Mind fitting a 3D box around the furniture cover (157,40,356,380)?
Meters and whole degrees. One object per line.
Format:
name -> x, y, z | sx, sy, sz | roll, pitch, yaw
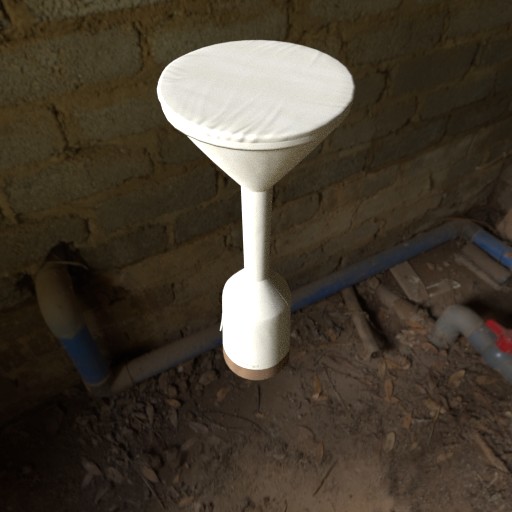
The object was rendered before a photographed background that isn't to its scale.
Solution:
furniture cover -> 0.000, 0.000, 2.930 | 0.914, 2.413, 0.914 | 17, 50, 15
